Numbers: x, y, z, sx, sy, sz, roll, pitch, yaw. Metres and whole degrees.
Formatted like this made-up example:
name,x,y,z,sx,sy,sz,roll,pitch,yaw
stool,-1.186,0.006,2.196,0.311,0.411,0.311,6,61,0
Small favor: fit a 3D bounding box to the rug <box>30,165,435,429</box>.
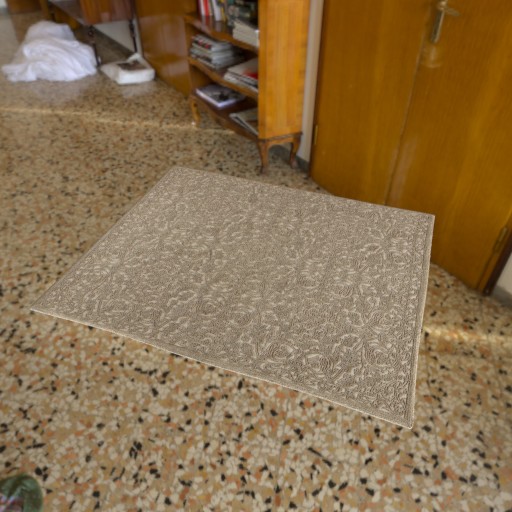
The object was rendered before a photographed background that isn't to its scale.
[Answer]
name,x,y,z,sx,sy,sz,roll,pitch,yaw
rug,0.000,0.000,4.072,3.017,0.035,2.472,13,43,15
